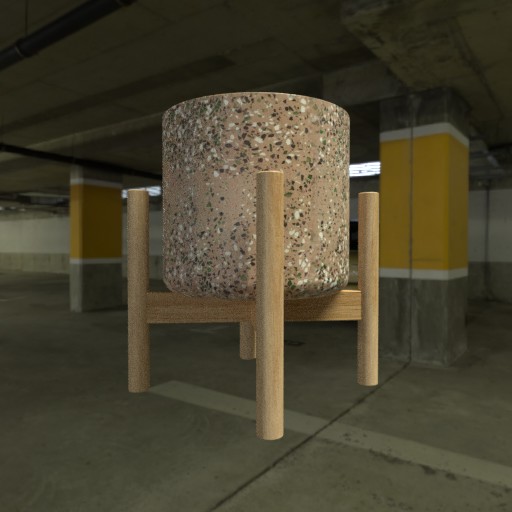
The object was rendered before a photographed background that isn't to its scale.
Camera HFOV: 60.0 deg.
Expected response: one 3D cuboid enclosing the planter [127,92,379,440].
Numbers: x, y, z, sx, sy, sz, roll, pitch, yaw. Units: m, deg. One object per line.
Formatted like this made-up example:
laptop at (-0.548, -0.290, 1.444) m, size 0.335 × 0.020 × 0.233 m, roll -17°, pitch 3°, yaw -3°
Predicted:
planter at (0.000, 0.000, 0.541) m, size 0.284 × 0.320 × 0.284 m, roll 0°, pitch 1°, yaw 17°
